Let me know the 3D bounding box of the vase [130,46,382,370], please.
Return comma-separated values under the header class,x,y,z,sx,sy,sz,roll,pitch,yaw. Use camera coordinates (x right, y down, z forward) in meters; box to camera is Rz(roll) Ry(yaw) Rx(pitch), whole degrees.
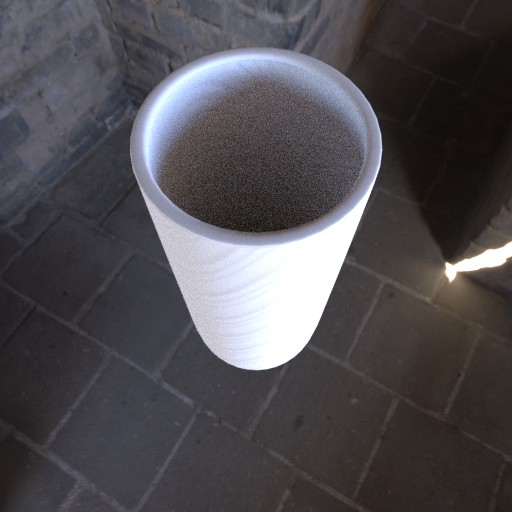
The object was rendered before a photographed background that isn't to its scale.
class,x,y,z,sx,sy,sz,roll,pitch,yaw
vase,0.000,0.000,0.385,0.143,0.316,0.143,0,65,0
